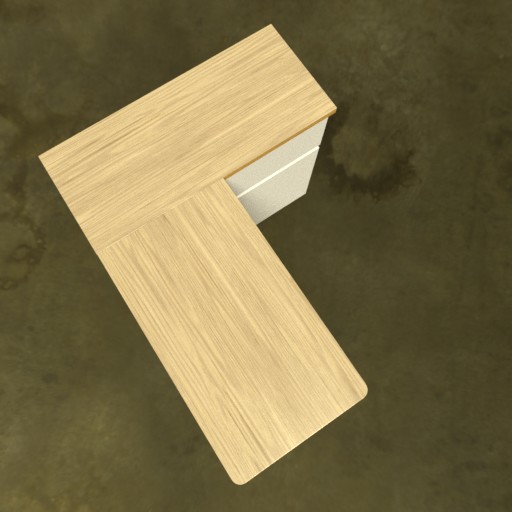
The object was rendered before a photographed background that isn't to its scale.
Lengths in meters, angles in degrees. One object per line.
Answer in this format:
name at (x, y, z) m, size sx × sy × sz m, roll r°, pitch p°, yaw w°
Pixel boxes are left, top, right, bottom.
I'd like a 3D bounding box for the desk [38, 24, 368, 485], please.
desk at (0.000, 0.000, 1.734) m, size 0.900 × 0.760 × 1.170 m, roll -33°, pitch 79°, yaw -7°
